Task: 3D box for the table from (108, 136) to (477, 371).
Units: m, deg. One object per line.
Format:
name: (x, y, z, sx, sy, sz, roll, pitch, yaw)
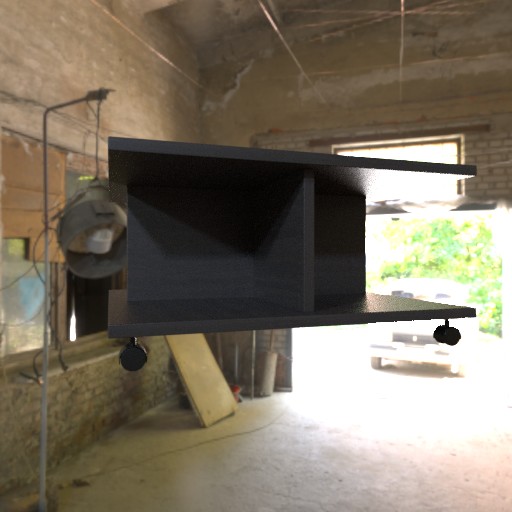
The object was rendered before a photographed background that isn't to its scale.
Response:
table: (0.000, 0.000, 1.207, 0.762, 0.396, 0.762, 0, 0, -18)
